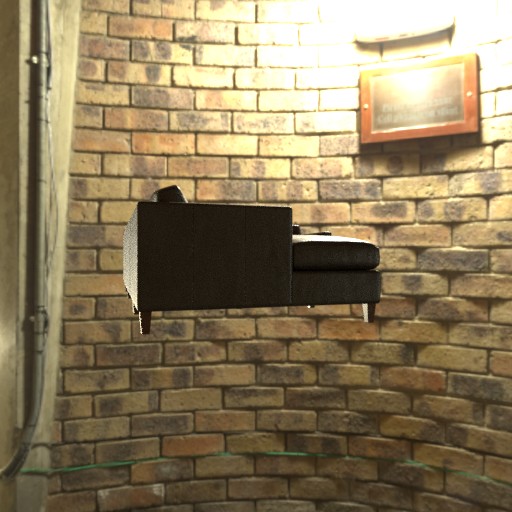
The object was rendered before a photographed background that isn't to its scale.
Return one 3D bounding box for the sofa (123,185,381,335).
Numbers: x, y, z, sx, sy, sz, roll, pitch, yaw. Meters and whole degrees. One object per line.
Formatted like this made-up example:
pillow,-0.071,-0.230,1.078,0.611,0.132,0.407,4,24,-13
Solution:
sofa,0.000,0.000,4.391,2.452,0.891,3.324,0,0,-18
